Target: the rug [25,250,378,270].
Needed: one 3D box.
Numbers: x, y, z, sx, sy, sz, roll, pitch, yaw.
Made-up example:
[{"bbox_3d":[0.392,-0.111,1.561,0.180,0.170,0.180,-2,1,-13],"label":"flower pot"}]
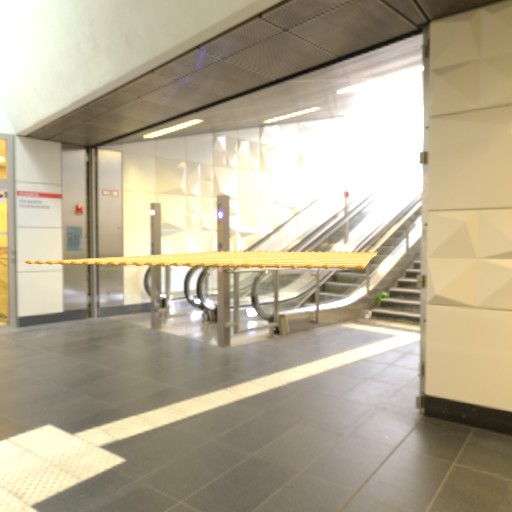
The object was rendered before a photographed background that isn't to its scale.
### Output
[{"bbox_3d":[0.000,0.000,3.018,1.556,0.022,2.433,1,2,17],"label":"rug"}]
